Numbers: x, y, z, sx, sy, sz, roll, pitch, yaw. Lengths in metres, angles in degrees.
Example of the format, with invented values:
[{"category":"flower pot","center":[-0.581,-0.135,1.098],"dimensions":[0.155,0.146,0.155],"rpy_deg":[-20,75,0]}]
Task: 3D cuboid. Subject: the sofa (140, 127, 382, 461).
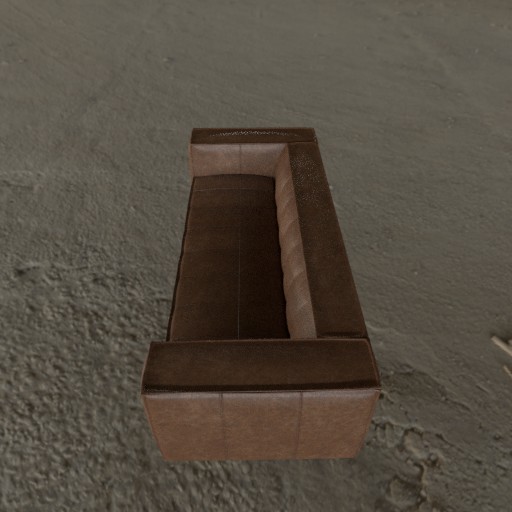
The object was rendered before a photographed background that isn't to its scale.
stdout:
[{"category":"sofa","center":[0.000,0.000,3.045],"dimensions":[1.102,0.701,2.581],"rpy_deg":[-1,41,-1]}]
